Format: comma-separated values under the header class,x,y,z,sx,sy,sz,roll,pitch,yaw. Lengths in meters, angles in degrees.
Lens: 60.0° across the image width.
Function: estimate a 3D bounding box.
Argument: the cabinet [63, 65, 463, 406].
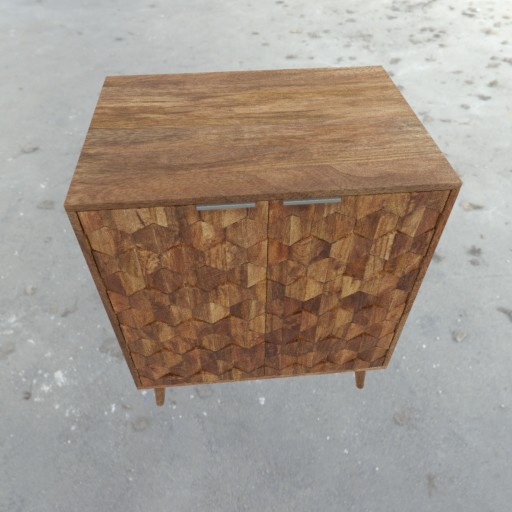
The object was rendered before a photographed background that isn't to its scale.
class,x,y,z,sx,sy,sz,roll,pitch,yaw
cabinet,0.000,0.000,1.143,0.647,0.758,0.473,-4,46,-4
